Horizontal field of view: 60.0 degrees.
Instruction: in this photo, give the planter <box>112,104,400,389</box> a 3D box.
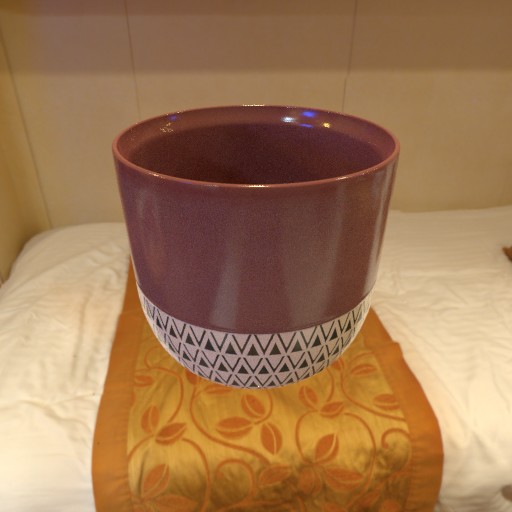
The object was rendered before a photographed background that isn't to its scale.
[{"bbox_3d":[0.000,0.000,0.491,0.266,0.270,0.266,0,31,0],"label":"planter"}]
